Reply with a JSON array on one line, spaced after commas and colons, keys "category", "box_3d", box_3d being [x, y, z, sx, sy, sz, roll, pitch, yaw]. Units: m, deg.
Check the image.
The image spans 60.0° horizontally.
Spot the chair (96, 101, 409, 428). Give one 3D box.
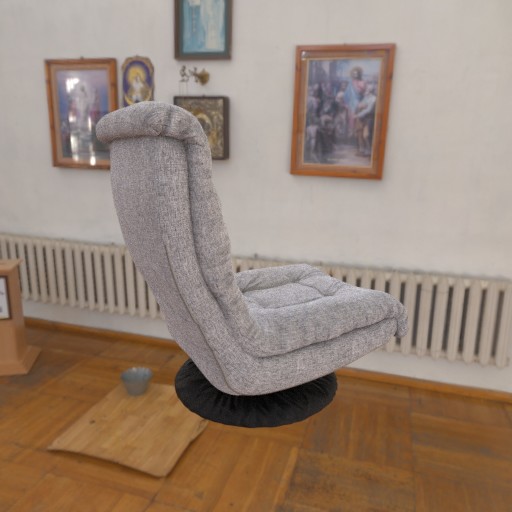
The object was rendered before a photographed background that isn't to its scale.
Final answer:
[{"category": "chair", "box_3d": [0.000, 0.000, 0.961, 0.583, 0.600, 0.400, -7, 14, -27]}]
